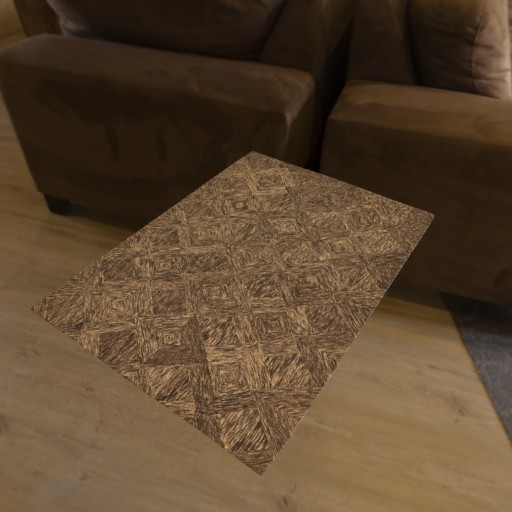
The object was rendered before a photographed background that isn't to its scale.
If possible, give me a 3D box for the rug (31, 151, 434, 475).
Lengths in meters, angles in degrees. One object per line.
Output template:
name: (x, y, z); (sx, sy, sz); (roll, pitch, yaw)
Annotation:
rug: (0.000, 0.000, 5.286); (2.997, 0.020, 4.093); (25, 48, 25)
